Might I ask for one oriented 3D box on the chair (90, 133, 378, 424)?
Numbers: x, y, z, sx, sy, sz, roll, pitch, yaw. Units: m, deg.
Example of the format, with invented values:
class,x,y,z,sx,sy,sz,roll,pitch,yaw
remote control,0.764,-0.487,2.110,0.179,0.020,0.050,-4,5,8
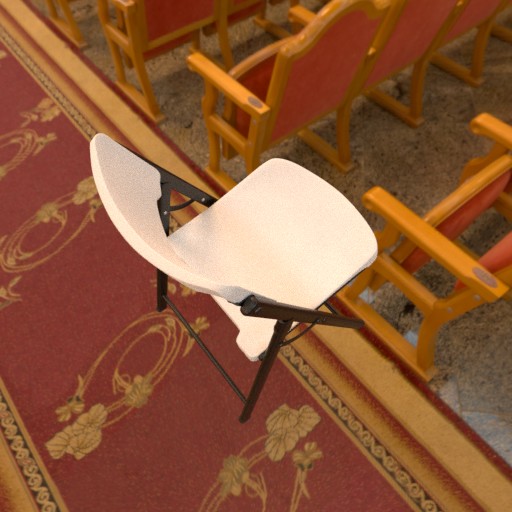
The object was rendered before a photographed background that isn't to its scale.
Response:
class,x,y,z,sx,sy,sz,roll,pitch,yaw
chair,0.000,0.000,1.133,0.577,0.765,0.482,-34,63,-20
